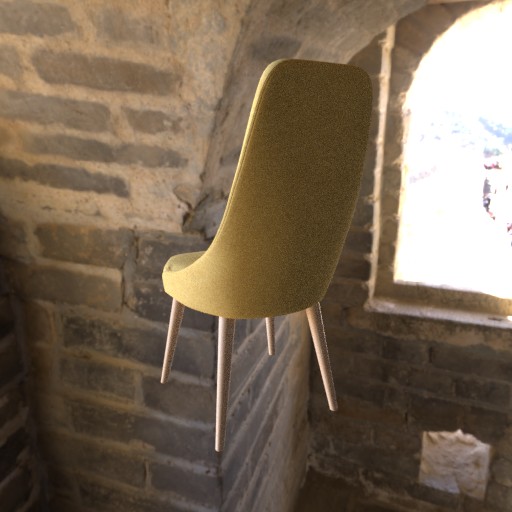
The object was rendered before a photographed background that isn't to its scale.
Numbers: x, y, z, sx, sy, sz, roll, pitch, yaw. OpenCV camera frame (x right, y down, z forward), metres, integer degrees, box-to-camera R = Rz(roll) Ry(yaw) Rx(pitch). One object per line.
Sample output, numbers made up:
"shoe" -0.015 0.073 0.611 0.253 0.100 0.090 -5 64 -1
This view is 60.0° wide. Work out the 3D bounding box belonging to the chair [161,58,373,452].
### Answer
"chair" 0.000 0.000 1.390 0.510 1.040 0.660 -8 16 -28
